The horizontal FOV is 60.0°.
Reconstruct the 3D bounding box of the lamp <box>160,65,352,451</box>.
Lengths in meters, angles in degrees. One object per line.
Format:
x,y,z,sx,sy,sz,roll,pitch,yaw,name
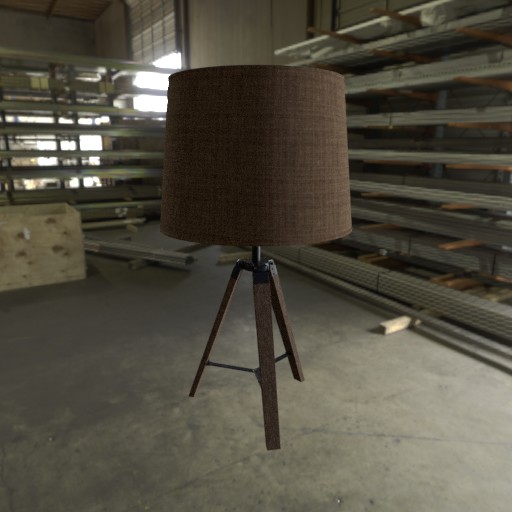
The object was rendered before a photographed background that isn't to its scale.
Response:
0.000,0.000,0.692,0.290,0.514,0.290,0,14,0,lamp
